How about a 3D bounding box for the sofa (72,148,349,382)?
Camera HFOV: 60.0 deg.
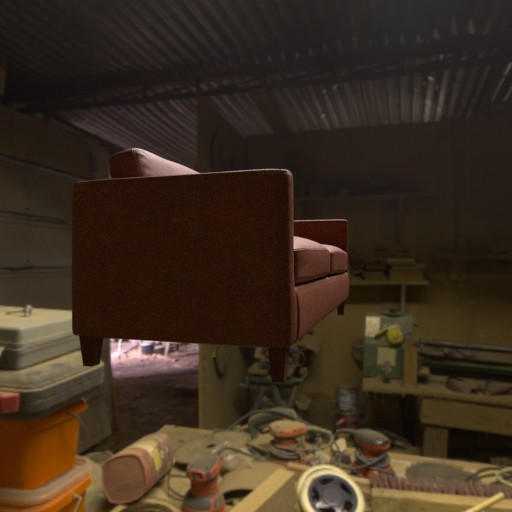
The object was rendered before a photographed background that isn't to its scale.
[{"bbox_3d":[0.000,0.000,2.719,0.950,0.932,2.204,0,-1,17],"label":"sofa"}]
